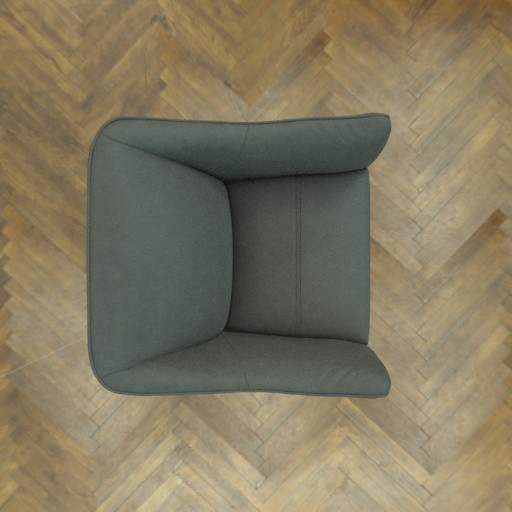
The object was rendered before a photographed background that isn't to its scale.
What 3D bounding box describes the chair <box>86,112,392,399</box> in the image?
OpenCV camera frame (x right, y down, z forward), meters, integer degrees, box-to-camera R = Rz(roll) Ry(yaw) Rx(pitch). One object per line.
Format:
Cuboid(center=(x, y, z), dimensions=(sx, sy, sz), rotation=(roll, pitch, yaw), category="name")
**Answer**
Cuboid(center=(0.000, 0.000, 1.523), dimensions=(0.852, 0.830, 0.871), rotation=(0, 90, 1), category="chair")
